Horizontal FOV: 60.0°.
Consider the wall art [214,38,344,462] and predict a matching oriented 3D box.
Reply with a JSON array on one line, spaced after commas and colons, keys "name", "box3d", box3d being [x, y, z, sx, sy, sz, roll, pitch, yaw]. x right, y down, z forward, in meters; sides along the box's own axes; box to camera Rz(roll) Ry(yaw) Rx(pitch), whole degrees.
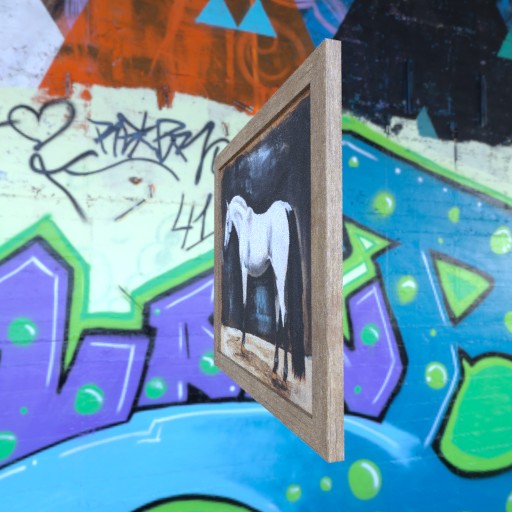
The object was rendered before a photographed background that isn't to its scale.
[{"name": "wall art", "box3d": [0.000, 0.000, 0.943, 0.026, 0.588, 0.690, 1, -2, -18]}]
